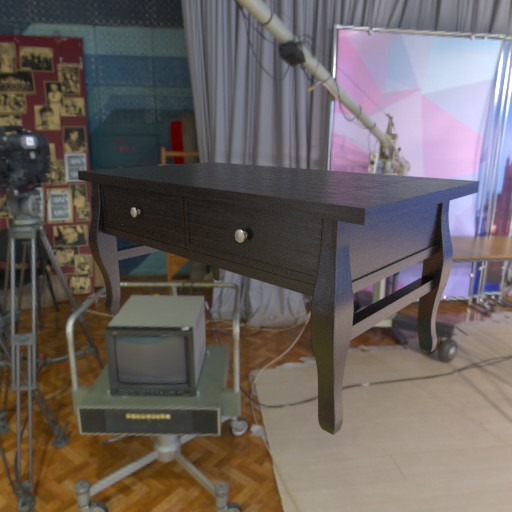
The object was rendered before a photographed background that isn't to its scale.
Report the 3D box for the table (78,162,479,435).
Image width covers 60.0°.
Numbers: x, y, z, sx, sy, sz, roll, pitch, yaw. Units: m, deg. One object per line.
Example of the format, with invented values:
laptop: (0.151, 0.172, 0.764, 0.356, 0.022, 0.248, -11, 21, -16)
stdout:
table: (0.000, 0.000, 1.376, 1.062, 0.494, 0.600, 14, 21, 41)
